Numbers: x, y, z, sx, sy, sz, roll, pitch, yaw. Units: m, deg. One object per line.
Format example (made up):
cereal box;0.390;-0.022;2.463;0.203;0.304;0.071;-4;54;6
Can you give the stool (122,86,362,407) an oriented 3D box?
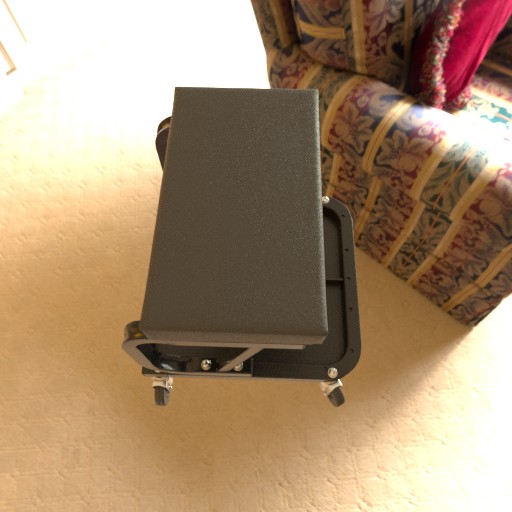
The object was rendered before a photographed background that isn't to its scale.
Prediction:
stool;0.000;0.000;0.736;0.371;0.380;0.446;2;64;1
